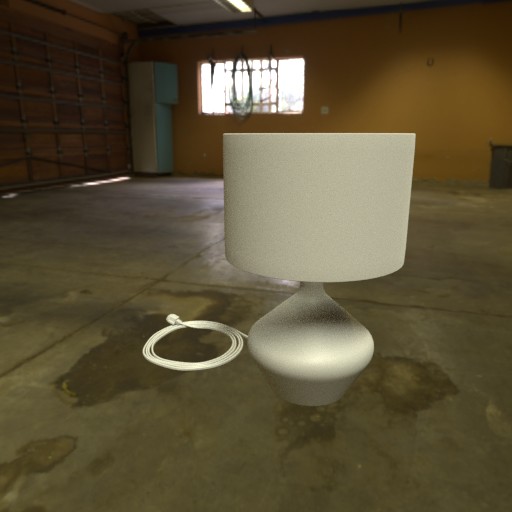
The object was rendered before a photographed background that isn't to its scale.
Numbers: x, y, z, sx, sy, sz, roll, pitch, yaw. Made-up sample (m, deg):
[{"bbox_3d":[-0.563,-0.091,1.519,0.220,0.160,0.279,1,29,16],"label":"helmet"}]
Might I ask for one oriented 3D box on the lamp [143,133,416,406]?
[{"bbox_3d":[0.000,0.000,0.862,0.401,0.457,0.546,-8,17,-27],"label":"lamp"}]
